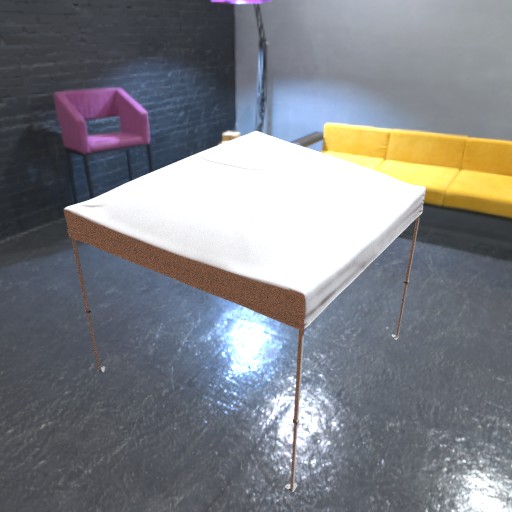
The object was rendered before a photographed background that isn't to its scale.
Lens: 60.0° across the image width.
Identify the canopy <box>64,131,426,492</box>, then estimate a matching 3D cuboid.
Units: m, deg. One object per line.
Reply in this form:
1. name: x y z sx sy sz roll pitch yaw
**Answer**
1. canopy: 0.000 0.000 5.413 2.998 2.997 2.996 18 32 31
